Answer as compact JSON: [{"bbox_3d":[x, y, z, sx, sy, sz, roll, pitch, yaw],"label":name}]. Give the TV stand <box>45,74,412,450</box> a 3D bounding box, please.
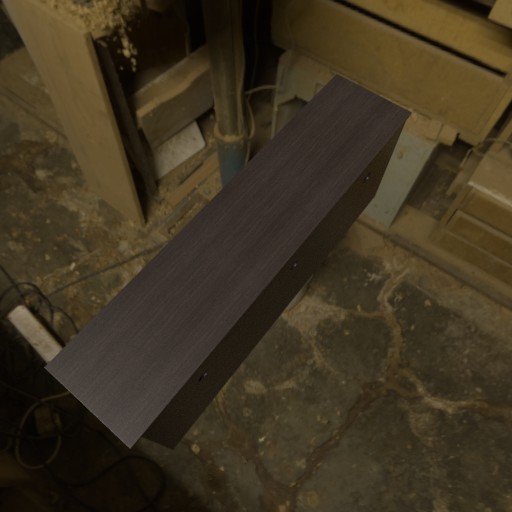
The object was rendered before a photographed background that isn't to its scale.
[{"bbox_3d":[0.000,0.000,2.016,0.406,0.610,1.778,35,68,16],"label":"TV stand"}]
